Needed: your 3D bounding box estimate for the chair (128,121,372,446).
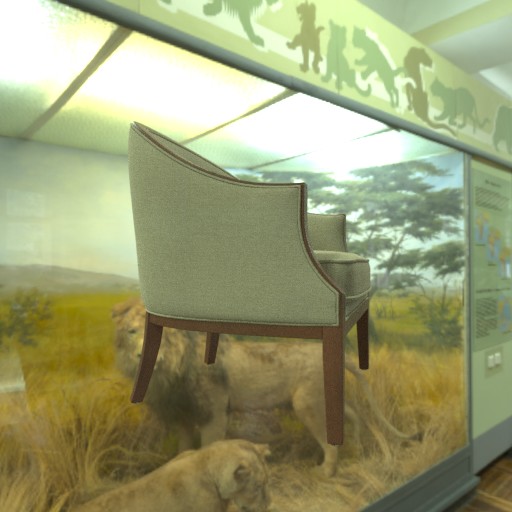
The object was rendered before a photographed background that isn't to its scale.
[{"bbox_3d":[0.000,0.000,1.474,0.735,0.876,0.803,0,-1,19],"label":"chair"}]
